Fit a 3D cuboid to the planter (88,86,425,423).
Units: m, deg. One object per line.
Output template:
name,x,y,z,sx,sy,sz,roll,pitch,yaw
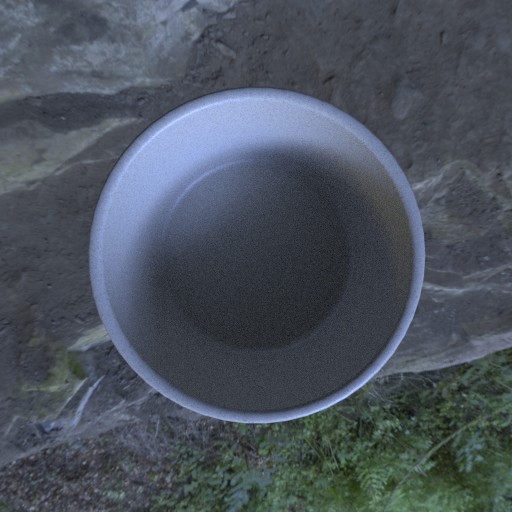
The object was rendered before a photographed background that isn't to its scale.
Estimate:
planter,0.000,0.000,0.564,0.317,0.303,0.317,0,89,0
